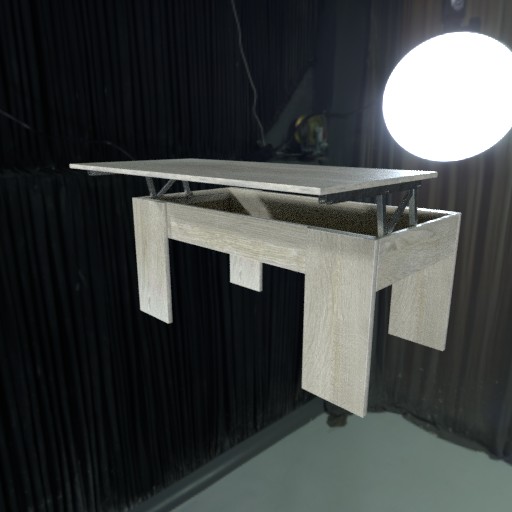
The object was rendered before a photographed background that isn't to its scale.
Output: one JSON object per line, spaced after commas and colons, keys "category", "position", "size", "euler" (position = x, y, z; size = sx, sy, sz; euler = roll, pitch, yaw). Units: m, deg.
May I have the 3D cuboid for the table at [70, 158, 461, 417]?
{"category": "table", "position": [0.000, 0.000, 1.425], "size": [1.000, 0.570, 0.711], "euler": [14, 21, 42]}
